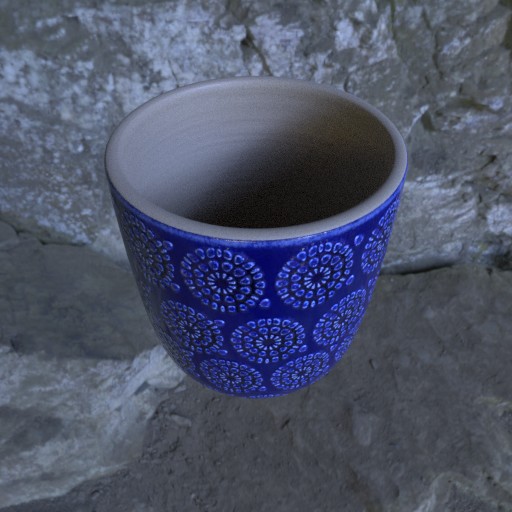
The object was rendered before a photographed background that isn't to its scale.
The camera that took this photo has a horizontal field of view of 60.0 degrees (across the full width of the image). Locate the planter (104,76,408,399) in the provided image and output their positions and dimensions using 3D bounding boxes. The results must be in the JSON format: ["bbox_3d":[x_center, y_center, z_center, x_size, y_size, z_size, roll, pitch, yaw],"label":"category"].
[{"bbox_3d":[0.000,0.000,0.343,0.184,0.206,0.184,0,45,0],"label":"planter"}]
